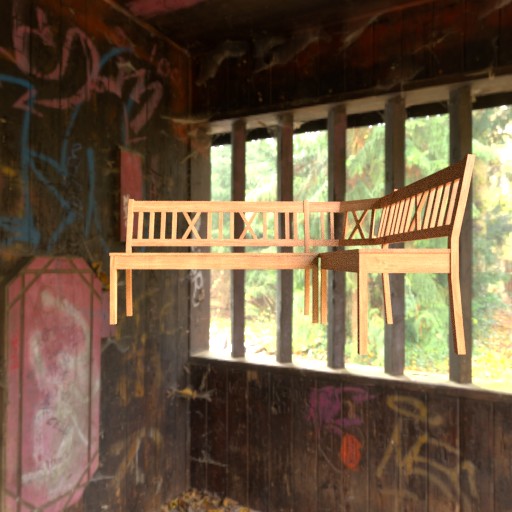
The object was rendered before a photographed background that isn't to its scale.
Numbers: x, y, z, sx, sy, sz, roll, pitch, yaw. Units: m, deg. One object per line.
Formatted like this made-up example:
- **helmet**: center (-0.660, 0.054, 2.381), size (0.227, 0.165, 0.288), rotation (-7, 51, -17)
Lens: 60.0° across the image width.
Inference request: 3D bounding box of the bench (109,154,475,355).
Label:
- **bench**: center (0.000, 0.000, 2.736), size (1.937, 0.902, 1.537), rotation (0, -1, -2)
